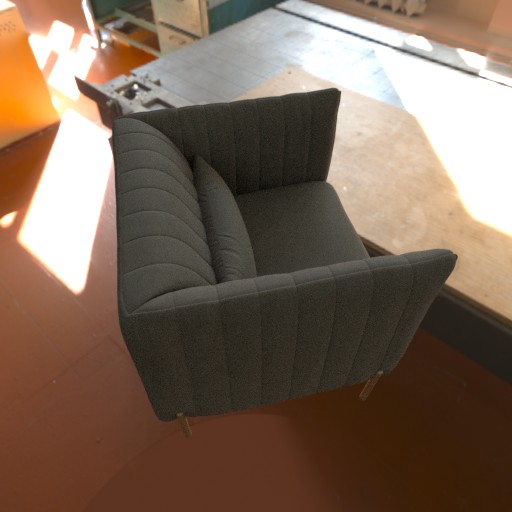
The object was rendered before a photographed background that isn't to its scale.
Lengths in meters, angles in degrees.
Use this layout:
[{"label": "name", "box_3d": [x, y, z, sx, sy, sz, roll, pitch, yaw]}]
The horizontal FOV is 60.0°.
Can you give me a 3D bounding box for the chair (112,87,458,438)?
[{"label": "chair", "box_3d": [0.000, 0.000, 1.635, 0.873, 0.779, 0.981, -10, 50, -9]}]
